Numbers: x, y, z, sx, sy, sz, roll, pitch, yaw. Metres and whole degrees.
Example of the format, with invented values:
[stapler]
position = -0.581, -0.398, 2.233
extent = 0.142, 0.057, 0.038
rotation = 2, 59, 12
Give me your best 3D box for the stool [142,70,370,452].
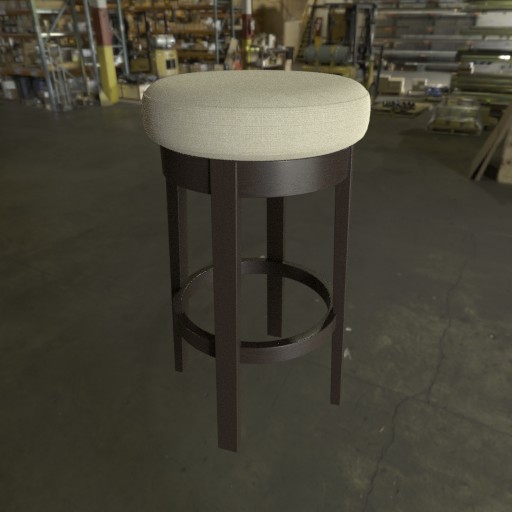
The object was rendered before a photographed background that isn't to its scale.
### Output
[stool]
position = 0.000, 0.000, 0.999
extent = 0.446, 0.758, 0.446
rotation = 0, 27, 0
